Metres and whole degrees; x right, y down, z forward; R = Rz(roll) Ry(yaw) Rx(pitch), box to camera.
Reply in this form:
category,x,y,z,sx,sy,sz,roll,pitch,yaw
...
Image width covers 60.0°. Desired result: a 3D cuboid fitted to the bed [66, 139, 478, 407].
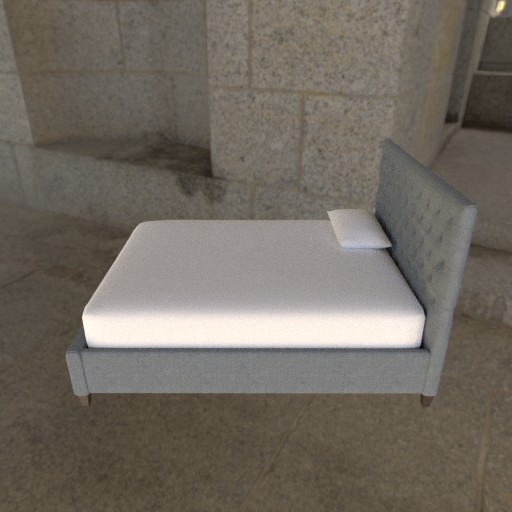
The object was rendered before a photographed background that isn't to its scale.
category,x,y,z,sx,sy,sz,roll,pitch,yaw
bed,0.000,0.000,3.335,2.335,1.411,1.698,0,26,0
